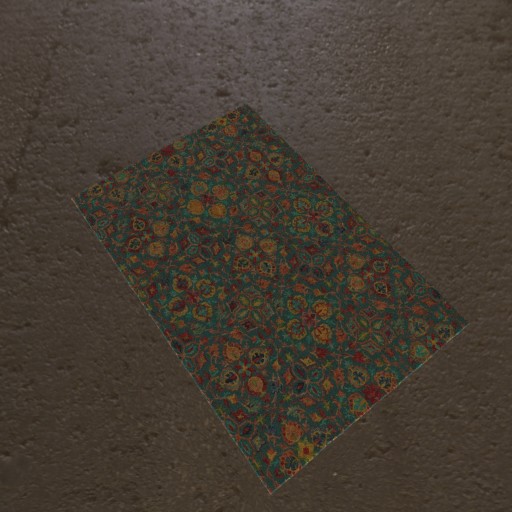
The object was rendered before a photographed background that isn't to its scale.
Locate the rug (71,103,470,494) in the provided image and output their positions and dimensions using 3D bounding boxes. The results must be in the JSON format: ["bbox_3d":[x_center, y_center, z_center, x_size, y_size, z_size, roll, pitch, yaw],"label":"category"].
[{"bbox_3d":[0.000,0.000,2.893,1.527,0.016,2.290,-34,67,-16],"label":"rug"}]
